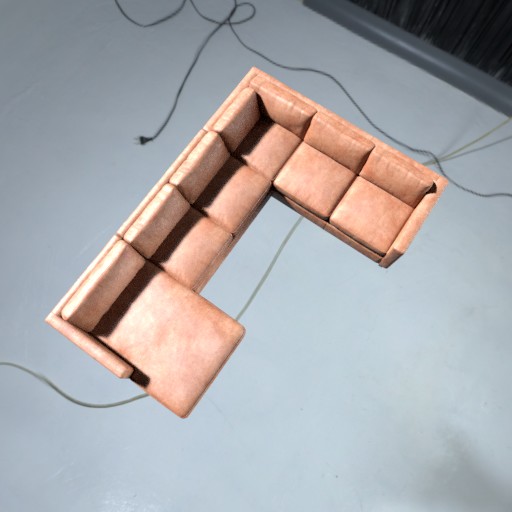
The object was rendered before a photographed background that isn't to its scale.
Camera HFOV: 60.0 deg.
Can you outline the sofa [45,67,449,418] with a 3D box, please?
[{"bbox_3d":[0.000,0.000,4.574,2.430,0.832,3.401,34,77,9],"label":"sofa"}]
